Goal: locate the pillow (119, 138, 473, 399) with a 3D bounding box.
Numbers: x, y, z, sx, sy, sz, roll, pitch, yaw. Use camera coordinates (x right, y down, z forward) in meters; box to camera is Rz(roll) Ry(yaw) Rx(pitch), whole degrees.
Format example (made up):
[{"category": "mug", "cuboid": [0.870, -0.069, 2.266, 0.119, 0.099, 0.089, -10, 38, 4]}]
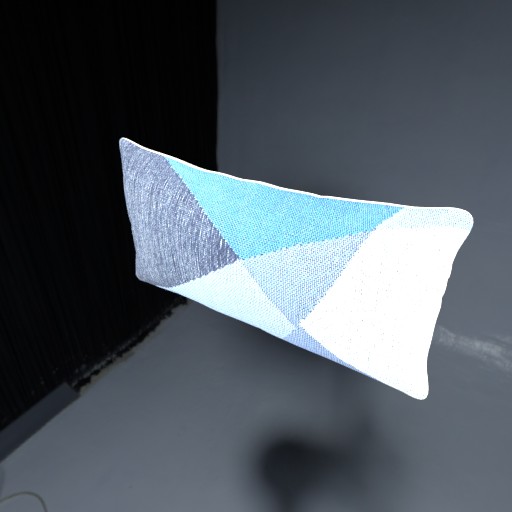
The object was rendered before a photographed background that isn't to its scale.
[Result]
[{"category": "pillow", "cuboid": [0.000, 0.000, 0.726, 0.604, 0.307, 0.148, 18, 35, 28]}]
